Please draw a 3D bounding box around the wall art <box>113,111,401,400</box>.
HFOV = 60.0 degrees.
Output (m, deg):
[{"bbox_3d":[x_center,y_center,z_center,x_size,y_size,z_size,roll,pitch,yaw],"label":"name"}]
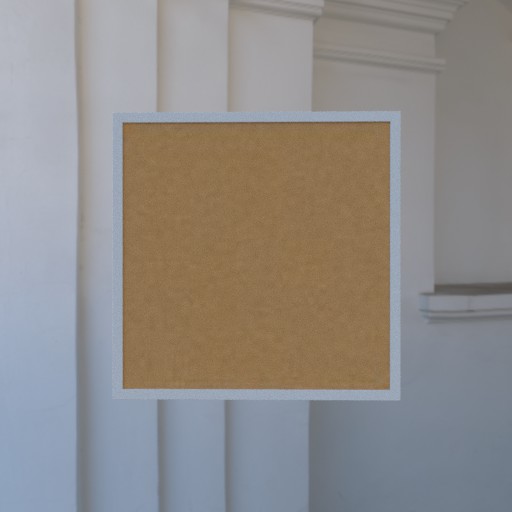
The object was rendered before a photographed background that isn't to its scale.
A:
[{"bbox_3d":[0.000,0.000,0.710,0.457,0.457,0.012,0,0,1],"label":"wall art"}]
